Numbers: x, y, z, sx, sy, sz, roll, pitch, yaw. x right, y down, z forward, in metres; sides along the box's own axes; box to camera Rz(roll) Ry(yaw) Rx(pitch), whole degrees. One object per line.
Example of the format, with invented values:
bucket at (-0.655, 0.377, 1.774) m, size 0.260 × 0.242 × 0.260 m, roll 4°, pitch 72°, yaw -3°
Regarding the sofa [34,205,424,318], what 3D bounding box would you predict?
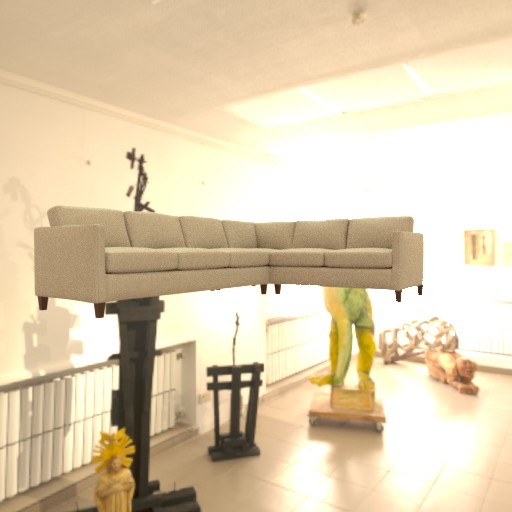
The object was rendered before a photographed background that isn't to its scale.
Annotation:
sofa at (0.000, 0.000, 4.507) m, size 2.522 × 0.934 × 3.333 m, roll 0°, pitch 1°, yaw 35°
